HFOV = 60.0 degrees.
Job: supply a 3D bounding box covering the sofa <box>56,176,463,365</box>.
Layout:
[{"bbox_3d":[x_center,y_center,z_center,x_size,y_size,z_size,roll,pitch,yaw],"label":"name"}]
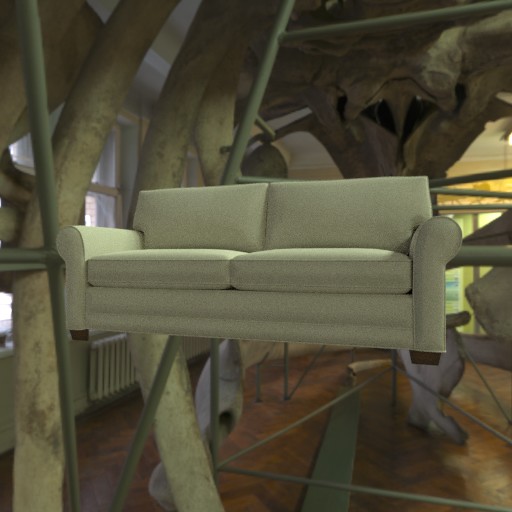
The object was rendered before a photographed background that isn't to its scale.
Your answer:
[{"bbox_3d":[0.000,0.000,2.634,2.146,0.962,0.901,0,0,18],"label":"sofa"}]
